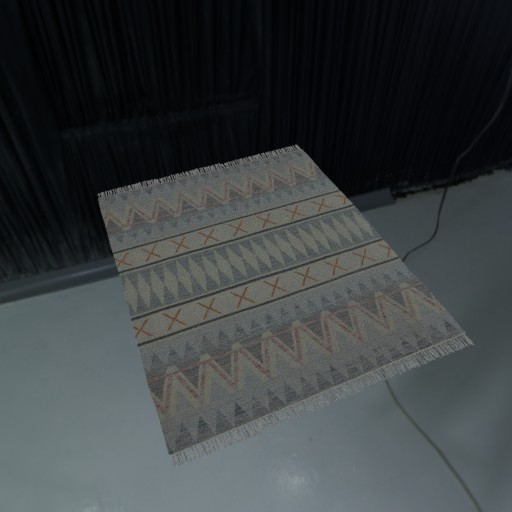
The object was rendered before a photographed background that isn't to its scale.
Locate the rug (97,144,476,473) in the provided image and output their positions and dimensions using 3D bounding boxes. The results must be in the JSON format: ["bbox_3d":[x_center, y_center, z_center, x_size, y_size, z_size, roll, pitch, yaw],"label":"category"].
[{"bbox_3d":[0.000,0.000,3.972,2.371,0.012,3.000,-17,49,-16],"label":"rug"}]
